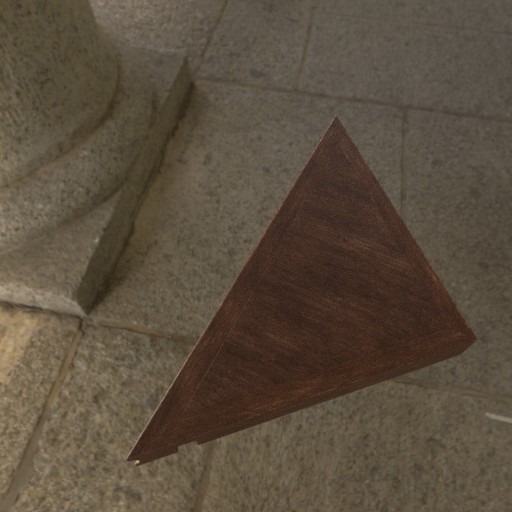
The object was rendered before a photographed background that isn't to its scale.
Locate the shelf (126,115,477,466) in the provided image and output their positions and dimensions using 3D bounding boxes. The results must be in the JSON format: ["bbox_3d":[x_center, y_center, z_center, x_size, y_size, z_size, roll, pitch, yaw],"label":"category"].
[{"bbox_3d":[0.000,0.000,0.436,0.296,0.035,0.296,-15,59,-10],"label":"shelf"}]
